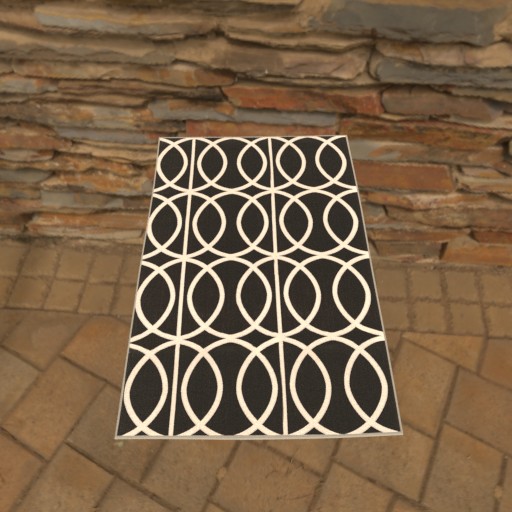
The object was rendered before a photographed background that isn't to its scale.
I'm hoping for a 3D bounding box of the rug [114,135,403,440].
[{"bbox_3d":[0.000,0.000,2.947,1.528,0.014,2.294,-1,57,-1],"label":"rug"}]
